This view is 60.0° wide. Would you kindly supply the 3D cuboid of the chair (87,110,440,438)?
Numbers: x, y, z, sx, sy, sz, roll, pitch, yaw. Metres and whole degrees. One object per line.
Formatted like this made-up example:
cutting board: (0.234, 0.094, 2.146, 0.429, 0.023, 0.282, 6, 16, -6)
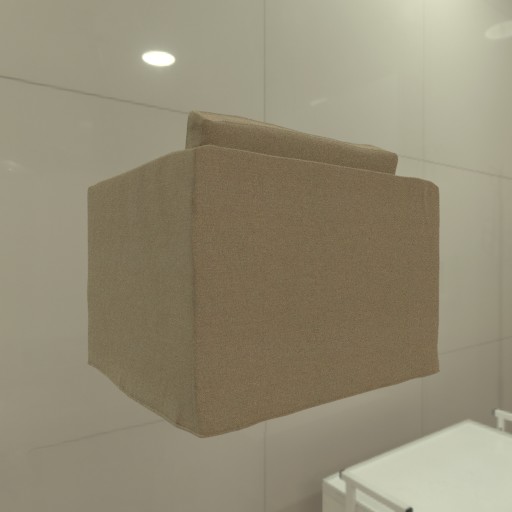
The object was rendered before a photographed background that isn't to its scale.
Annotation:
chair: (0.000, 0.000, 1.712, 1.057, 0.863, 0.949, -1, 1, -36)
